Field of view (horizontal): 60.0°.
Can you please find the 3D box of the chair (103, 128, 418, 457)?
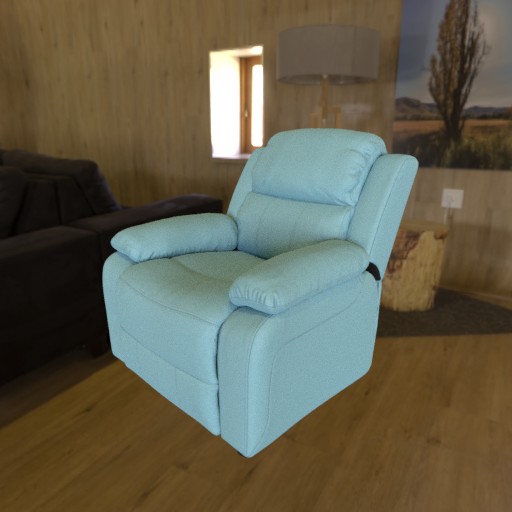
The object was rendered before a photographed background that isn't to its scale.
[{"bbox_3d":[0.000,0.000,1.275,0.709,0.702,0.680,-15,22,-41],"label":"chair"}]
